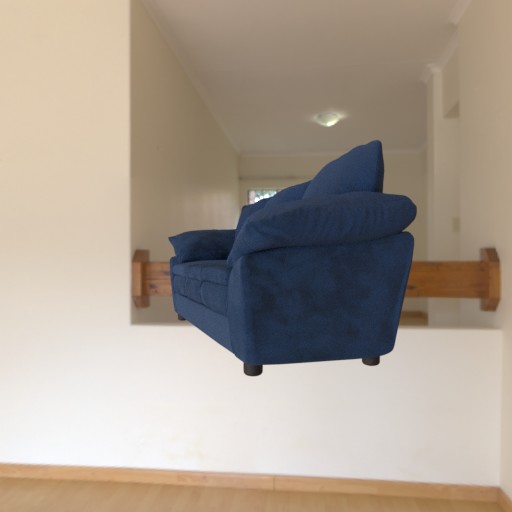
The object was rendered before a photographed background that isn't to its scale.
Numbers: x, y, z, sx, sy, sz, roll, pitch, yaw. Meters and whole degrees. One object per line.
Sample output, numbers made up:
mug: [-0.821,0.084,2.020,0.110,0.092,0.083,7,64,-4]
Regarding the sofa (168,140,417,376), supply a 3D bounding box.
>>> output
sofa: [0.000,0.000,2.991,0.907,1.091,2.390,0,-1,-19]
